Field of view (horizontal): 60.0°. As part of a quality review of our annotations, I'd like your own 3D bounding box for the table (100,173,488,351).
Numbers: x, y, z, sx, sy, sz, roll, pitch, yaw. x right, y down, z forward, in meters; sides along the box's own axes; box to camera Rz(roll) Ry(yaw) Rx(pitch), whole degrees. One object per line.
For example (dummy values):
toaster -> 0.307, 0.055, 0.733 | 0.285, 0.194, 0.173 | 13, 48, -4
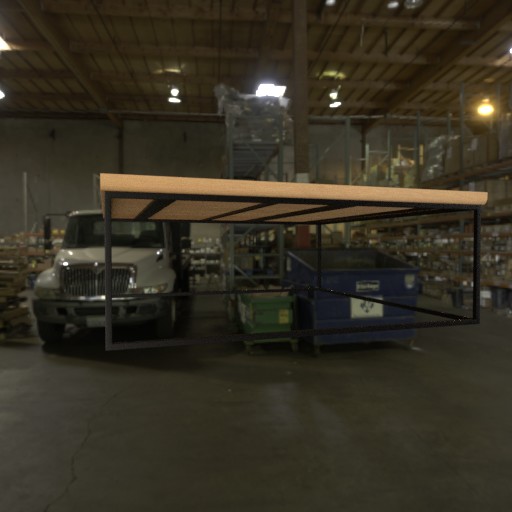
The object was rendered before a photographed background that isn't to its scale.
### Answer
table -> 0.000, 0.000, 1.683 | 1.100, 0.400, 1.100 | 0, 1, -19
